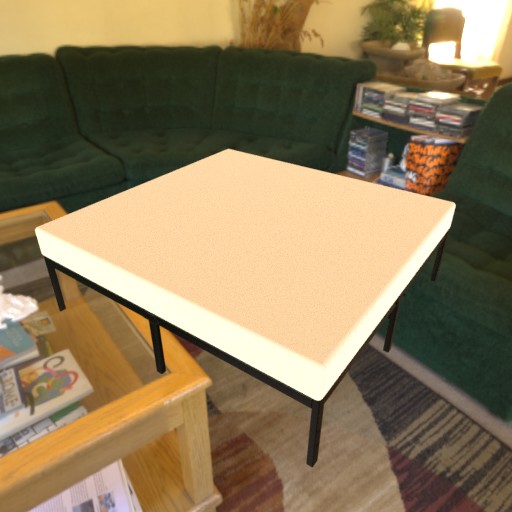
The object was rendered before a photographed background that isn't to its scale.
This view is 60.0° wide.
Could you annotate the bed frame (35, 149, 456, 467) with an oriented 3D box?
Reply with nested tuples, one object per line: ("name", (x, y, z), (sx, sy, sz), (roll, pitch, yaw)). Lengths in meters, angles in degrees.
("bed frame", (0.000, 0.000, 3.122), (2.079, 0.659, 1.963), (21, 37, 30))
